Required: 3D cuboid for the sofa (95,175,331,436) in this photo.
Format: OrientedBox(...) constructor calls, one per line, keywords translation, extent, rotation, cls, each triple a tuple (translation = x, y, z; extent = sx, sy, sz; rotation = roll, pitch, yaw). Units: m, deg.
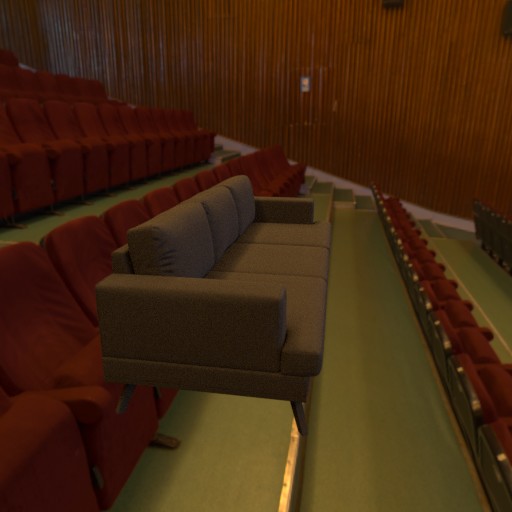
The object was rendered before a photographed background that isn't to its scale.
OrientedBox(translation=(0.000, 0.000, 2.811), extent=(0.920, 0.810, 2.310), rotation=(3, 17, 10), cls="sofa")
